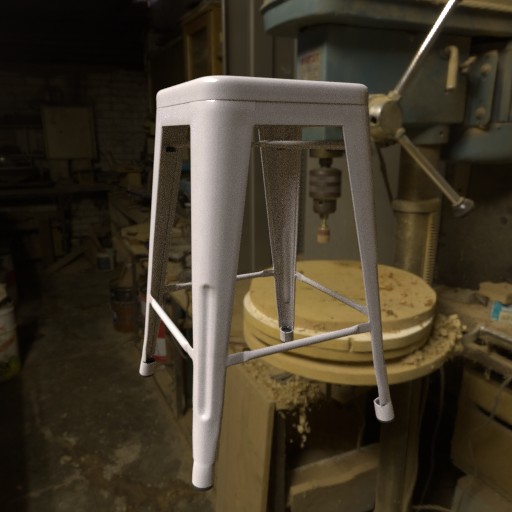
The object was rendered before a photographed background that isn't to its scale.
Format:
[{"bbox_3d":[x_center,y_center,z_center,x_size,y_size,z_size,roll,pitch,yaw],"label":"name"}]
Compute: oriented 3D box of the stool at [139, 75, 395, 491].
[{"bbox_3d":[0.000,0.000,0.856,0.406,0.610,0.406,-8,17,-26],"label":"stool"}]
